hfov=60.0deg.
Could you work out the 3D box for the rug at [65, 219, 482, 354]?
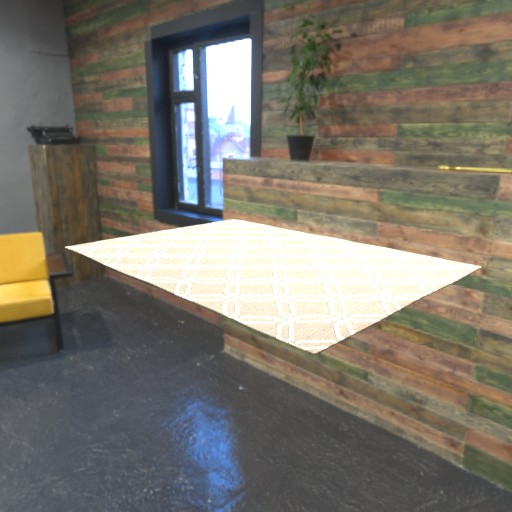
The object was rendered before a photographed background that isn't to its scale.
[{"bbox_3d":[0.000,0.000,2.739,1.524,0.013,2.135,-14,20,-42],"label":"rug"}]
